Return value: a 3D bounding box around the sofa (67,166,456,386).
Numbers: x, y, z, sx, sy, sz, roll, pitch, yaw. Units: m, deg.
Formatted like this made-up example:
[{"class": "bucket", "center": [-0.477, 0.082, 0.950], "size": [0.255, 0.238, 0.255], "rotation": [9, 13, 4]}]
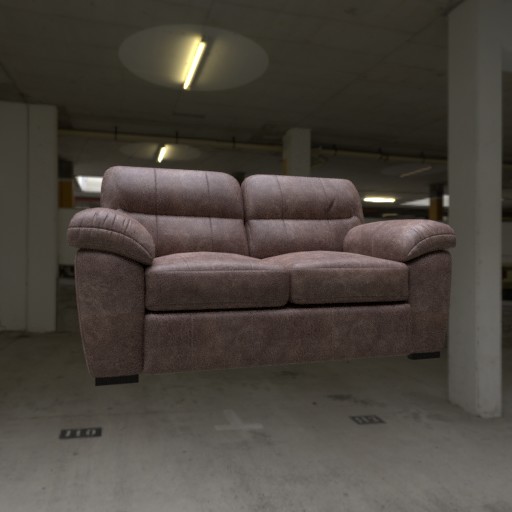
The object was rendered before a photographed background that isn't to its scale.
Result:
[{"class": "sofa", "center": [0.000, 0.000, 2.328], "size": [1.753, 0.991, 0.991], "rotation": [0, 0, -17]}]
